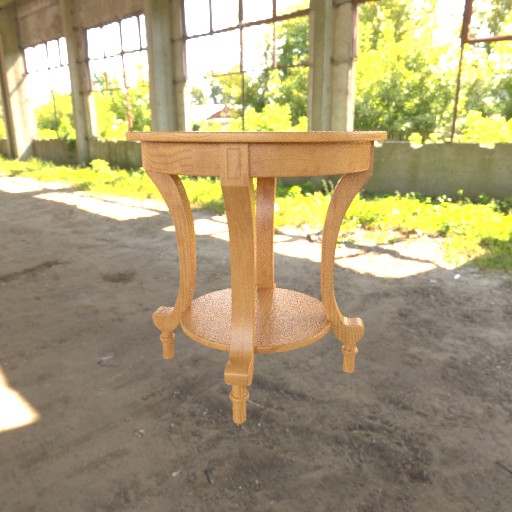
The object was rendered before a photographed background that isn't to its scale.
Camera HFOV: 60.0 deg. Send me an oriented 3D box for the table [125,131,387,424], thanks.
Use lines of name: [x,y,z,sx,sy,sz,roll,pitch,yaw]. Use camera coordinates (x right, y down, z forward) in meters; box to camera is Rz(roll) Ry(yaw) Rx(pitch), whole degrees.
table: [0.000,0.000,1.131,0.597,0.612,0.597,0,16,0]
